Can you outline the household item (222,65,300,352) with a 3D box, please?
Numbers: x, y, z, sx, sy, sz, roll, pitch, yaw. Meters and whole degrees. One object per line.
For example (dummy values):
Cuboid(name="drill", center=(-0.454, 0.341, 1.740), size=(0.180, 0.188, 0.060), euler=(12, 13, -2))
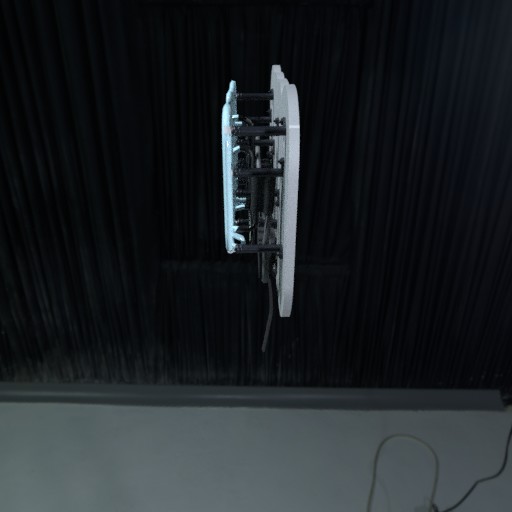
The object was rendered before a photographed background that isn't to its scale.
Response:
Cuboid(name="household item", center=(0.000, 0.000, 0.384), size=(0.042, 0.294, 0.211), euler=(0, 28, -1))
